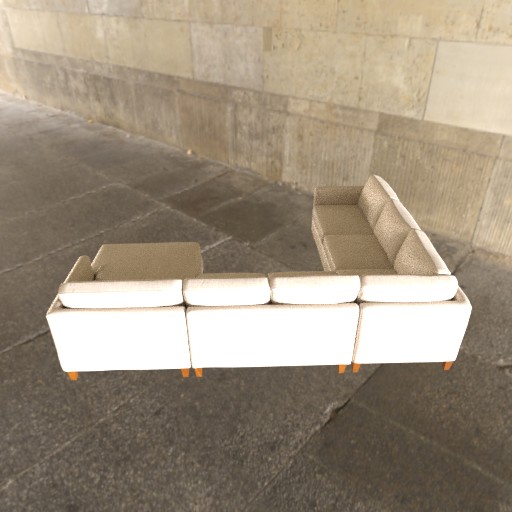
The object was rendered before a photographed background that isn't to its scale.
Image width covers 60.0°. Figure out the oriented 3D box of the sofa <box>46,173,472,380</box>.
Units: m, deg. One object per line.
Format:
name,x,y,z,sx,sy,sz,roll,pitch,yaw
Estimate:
sofa,0.000,0.000,4.747,3.460,0.961,2.594,-1,31,-2
